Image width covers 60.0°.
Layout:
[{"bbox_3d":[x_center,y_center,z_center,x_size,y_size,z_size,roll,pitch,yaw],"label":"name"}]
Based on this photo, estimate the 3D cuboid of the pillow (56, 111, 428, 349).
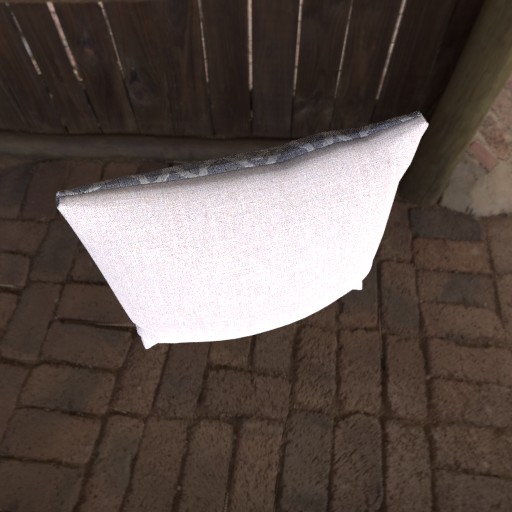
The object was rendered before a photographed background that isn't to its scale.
[{"bbox_3d":[0.000,0.000,0.782,0.508,0.498,0.215,-15,59,-9],"label":"pillow"}]
